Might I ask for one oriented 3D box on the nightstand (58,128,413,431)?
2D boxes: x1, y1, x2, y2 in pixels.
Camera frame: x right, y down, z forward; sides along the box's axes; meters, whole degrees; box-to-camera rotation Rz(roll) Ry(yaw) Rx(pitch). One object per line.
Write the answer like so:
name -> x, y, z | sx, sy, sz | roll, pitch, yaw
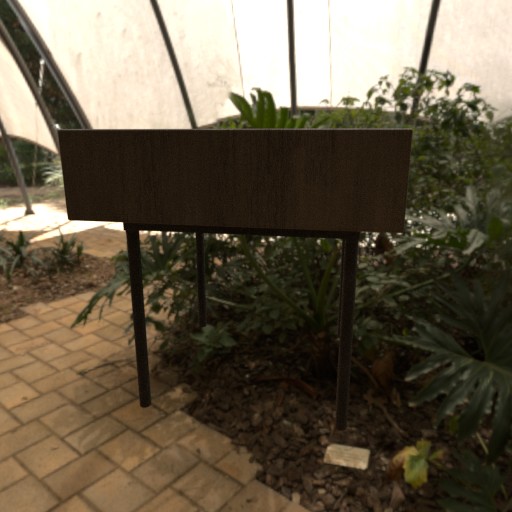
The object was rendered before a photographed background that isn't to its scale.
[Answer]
nightstand -> 0.000, 0.000, 0.911 | 0.503, 0.497, 0.502 | 3, 16, 10
